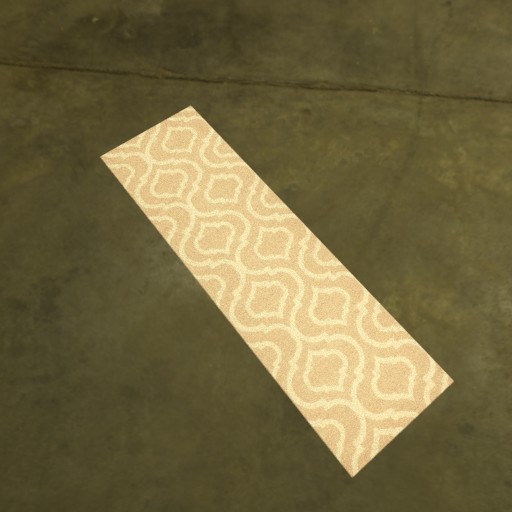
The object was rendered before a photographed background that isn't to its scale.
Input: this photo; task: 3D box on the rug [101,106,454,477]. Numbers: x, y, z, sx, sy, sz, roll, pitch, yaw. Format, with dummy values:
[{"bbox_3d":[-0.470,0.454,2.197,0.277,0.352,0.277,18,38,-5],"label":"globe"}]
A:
[{"bbox_3d":[0.000,0.000,2.485,0.691,0.013,2.289,-35,69,-15],"label":"rug"}]
